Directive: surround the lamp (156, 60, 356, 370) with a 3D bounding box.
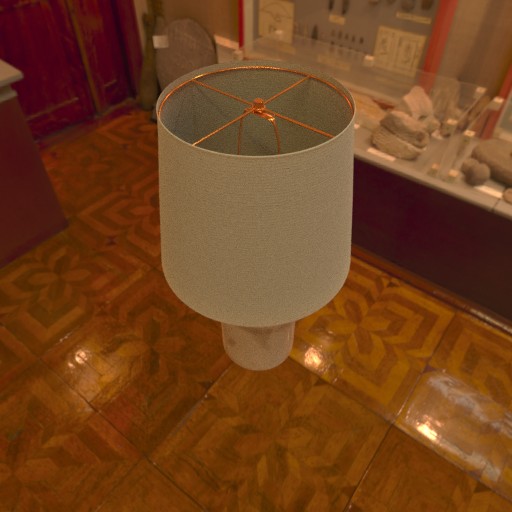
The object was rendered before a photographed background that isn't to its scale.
[{"bbox_3d":[0.000,0.000,0.458,0.189,0.340,0.189,0,46,0],"label":"lamp"}]
